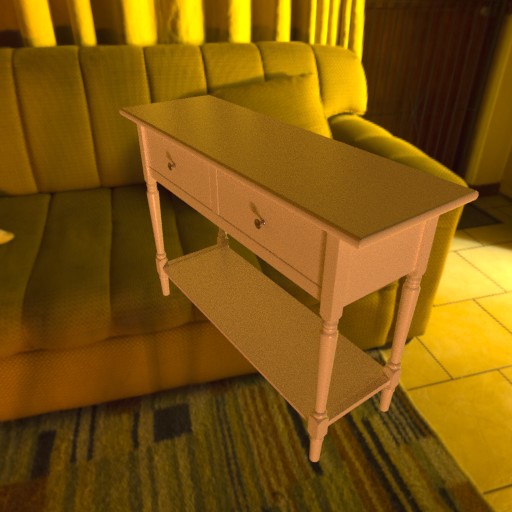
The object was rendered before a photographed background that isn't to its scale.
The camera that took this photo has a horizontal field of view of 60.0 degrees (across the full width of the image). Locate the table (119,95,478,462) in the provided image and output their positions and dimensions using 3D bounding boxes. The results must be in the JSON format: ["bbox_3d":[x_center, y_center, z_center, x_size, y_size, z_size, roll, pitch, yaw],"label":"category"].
[{"bbox_3d":[0.000,0.000,1.527,0.386,0.814,1.191,-21,38,-30],"label":"table"}]
